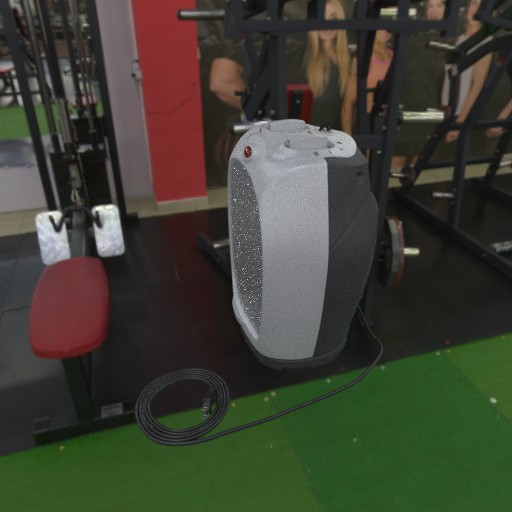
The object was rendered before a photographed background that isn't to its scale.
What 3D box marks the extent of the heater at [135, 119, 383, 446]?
[{"bbox_3d":[0.000,0.000,0.475,0.291,0.255,0.239,-8,31,-13],"label":"heater"}]
